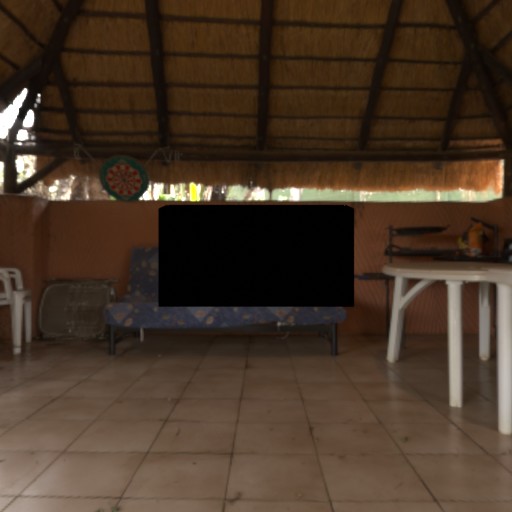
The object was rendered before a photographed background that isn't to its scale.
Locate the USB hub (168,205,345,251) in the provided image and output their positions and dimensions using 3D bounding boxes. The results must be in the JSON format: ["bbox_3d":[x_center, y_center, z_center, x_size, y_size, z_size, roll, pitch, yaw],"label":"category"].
[{"bbox_3d":[0.000,0.000,0.124,0.044,0.023,0.110,0,0,0],"label":"USB hub"}]
